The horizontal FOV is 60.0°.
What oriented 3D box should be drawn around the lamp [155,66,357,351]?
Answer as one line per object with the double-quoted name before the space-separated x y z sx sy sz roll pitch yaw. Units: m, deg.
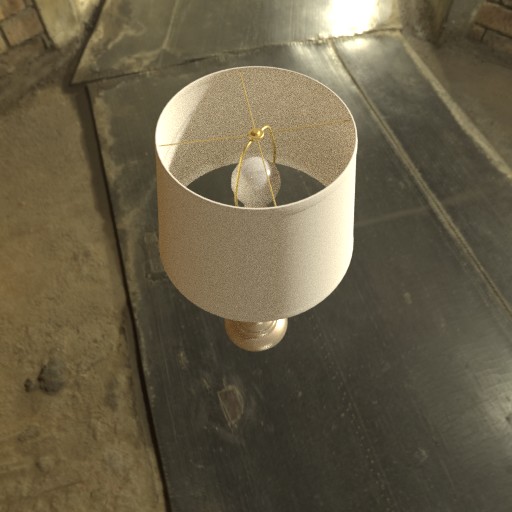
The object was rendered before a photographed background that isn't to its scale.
"lamp" 0.000 0.000 0.819 0.328 0.612 0.328 0 59 0
